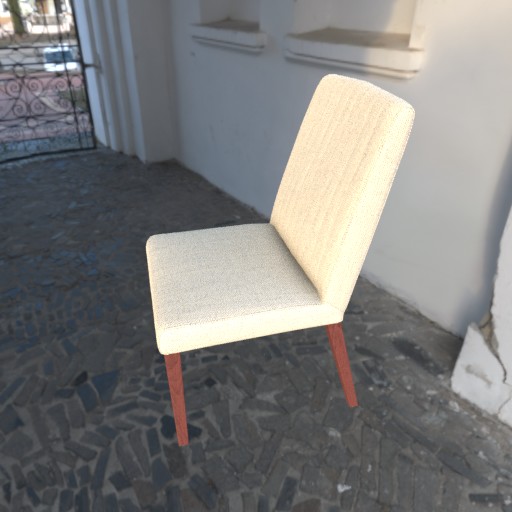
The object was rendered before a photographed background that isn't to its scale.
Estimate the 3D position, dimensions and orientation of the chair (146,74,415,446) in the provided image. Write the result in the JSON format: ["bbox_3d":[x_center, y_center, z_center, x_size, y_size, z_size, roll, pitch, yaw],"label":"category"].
[{"bbox_3d":[0.000,0.000,1.244,0.594,0.900,0.480,-8,32,-13],"label":"chair"}]
